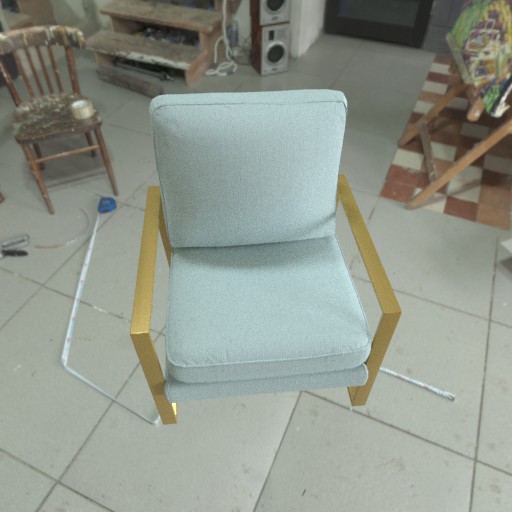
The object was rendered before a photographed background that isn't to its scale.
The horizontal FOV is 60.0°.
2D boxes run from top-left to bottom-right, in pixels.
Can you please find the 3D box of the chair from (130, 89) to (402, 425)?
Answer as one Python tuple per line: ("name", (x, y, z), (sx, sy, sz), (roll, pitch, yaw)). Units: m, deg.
("chair", (0.000, 0.000, 1.546), (0.758, 0.956, 0.813), (-4, 47, -4))
